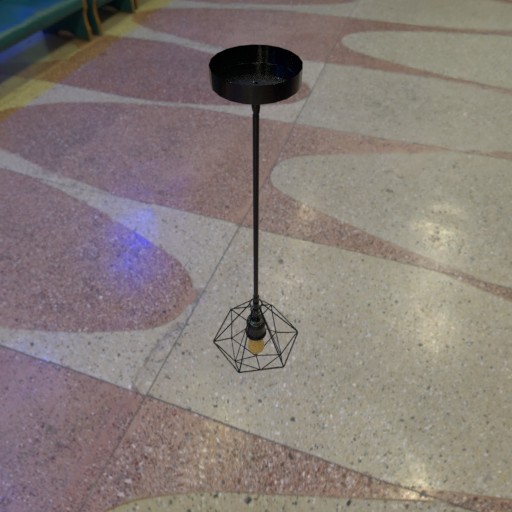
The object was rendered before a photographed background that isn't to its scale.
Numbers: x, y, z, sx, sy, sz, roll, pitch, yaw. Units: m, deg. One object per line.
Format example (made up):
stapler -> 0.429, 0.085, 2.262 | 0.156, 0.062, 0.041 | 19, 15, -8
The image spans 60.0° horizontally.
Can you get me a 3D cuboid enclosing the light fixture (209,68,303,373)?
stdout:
light fixture -> 0.000, 0.000, 2.029 | 0.431, 1.764, 0.487 | 17, 49, 15
